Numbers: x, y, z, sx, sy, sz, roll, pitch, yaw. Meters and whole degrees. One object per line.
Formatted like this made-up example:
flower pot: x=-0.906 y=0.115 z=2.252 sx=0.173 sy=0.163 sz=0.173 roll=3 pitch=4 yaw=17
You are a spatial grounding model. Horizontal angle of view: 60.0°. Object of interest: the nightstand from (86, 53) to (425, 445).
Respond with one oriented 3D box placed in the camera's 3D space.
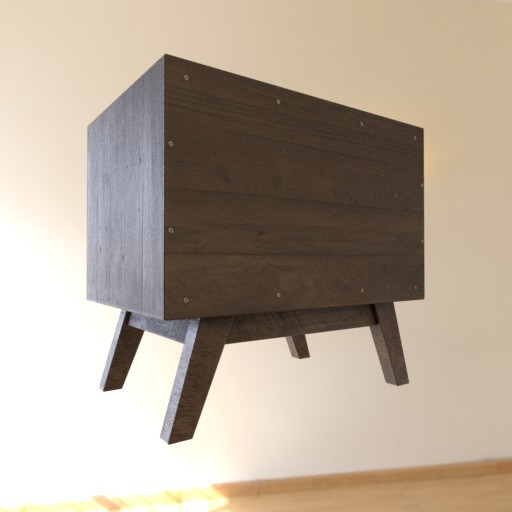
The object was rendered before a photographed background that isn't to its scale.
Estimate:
nightstand: x=0.000 y=0.000 z=1.030 sx=0.650 sy=0.599 sz=0.450 roll=0 pitch=-1 yaw=-35
